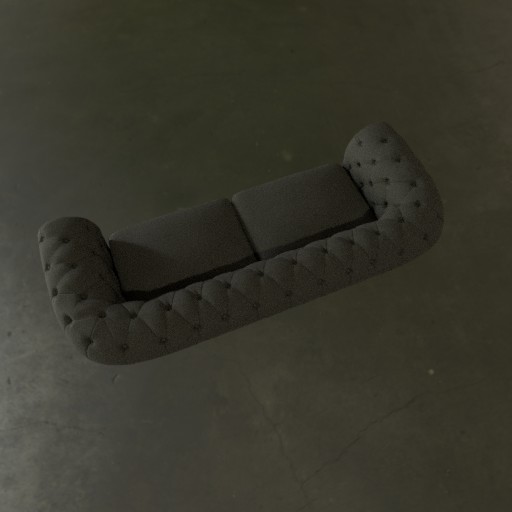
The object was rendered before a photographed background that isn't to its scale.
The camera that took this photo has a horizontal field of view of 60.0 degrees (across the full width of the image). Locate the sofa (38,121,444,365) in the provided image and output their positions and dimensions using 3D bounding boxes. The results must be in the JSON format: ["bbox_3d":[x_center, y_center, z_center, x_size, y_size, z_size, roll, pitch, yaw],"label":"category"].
[{"bbox_3d":[0.000,0.000,2.791,2.362,0.762,0.991,-19,60,-12],"label":"sofa"}]
